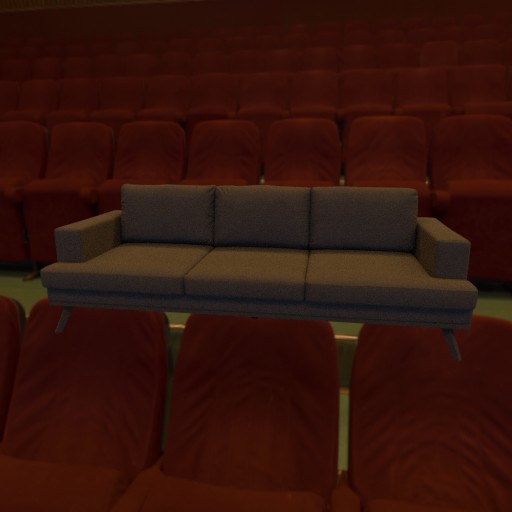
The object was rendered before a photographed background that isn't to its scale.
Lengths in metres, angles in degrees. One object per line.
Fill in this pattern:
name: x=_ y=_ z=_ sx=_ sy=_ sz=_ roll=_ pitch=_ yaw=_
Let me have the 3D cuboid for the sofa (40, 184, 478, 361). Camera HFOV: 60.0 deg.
sofa: x=0.000 y=0.000 z=2.719 sx=2.310 sy=0.810 sz=0.920 roll=2 pitch=14 yaw=9
